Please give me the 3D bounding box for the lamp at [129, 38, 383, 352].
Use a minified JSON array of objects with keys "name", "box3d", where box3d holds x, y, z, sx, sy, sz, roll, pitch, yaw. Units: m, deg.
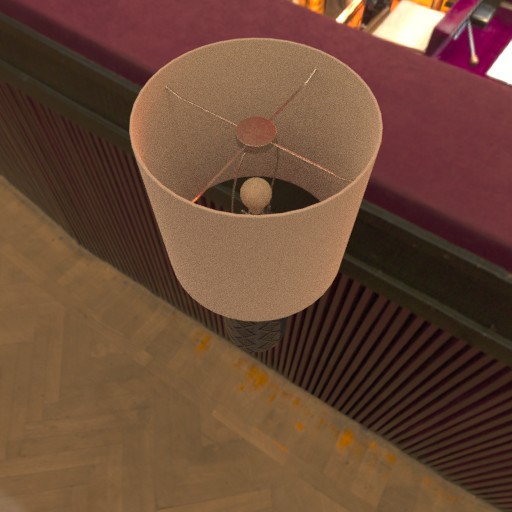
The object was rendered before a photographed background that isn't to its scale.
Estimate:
[{"name":"lamp","box3d":[0.000,0.000,0.563,0.207,0.461,0.207,31,64,17]}]
